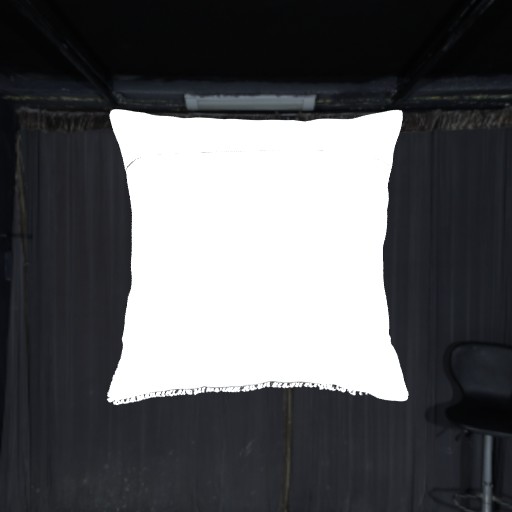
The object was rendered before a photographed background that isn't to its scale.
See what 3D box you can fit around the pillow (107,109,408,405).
[{"bbox_3d":[0.000,0.000,0.707,0.475,0.473,0.178,0,0,-1],"label":"pillow"}]
